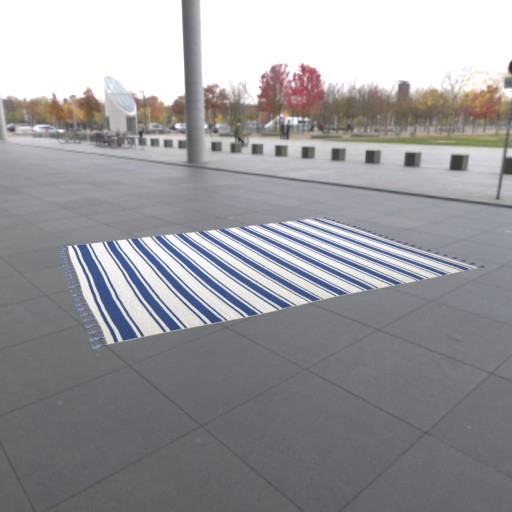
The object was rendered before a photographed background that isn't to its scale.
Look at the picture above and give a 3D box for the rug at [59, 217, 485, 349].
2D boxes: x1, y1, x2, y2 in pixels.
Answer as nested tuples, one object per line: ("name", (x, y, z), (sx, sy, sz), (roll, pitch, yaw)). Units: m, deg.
("rug", (0.000, 0.000, 4.308), (3.416, 0.016, 2.471), (-8, 19, -26))
